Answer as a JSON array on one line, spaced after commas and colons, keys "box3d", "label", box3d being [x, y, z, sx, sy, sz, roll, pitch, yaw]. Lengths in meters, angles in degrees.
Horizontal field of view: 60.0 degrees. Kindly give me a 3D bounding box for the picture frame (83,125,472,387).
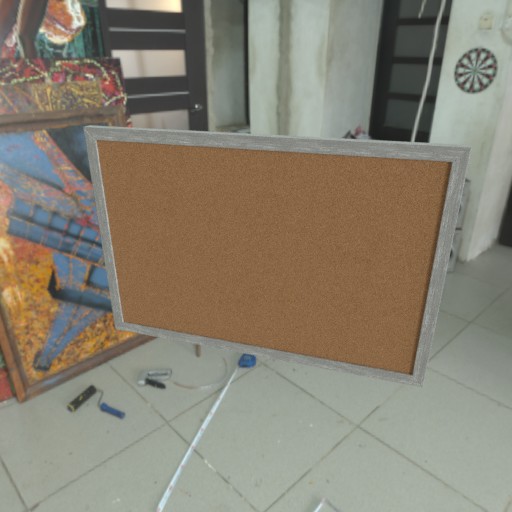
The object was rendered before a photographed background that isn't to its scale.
[{"box3d": [0.000, 0.000, 1.199, 0.950, 0.640, 0.029, 7, 26, 15], "label": "picture frame"}]
